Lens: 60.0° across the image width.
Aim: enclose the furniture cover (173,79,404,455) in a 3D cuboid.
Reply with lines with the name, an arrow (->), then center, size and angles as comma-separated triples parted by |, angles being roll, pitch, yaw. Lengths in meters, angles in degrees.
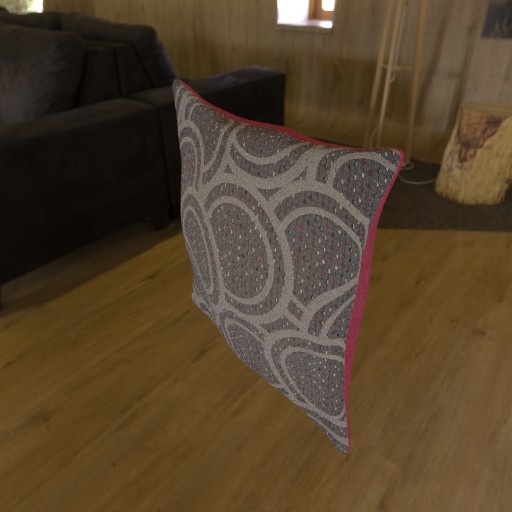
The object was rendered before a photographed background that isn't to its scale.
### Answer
furniture cover -> 0.000, 0.000, 0.771 | 0.163, 0.513, 0.514 | -21, 37, -30
